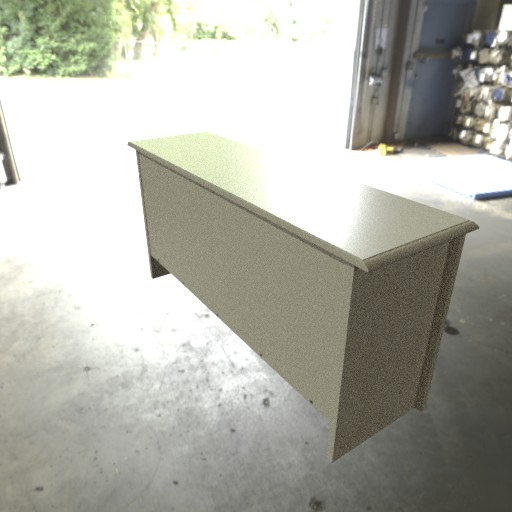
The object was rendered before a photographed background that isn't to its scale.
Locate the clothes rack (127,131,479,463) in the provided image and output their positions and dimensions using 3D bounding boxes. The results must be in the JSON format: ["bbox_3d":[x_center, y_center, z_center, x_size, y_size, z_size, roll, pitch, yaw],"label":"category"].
[{"bbox_3d":[0.000,0.000,1.338,0.324,0.531,1.120,-17,32,-31],"label":"clothes rack"}]
